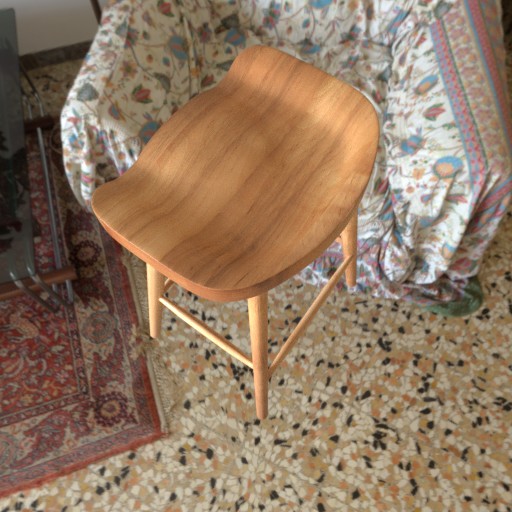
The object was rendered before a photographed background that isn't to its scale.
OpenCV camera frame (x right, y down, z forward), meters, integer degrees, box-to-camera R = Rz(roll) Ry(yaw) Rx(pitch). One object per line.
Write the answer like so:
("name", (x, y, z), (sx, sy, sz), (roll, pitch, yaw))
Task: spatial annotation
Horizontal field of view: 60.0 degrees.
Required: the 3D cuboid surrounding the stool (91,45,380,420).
("stool", (0.000, 0.000, 0.890), (0.361, 0.615, 0.440), (33, 68, 15))
